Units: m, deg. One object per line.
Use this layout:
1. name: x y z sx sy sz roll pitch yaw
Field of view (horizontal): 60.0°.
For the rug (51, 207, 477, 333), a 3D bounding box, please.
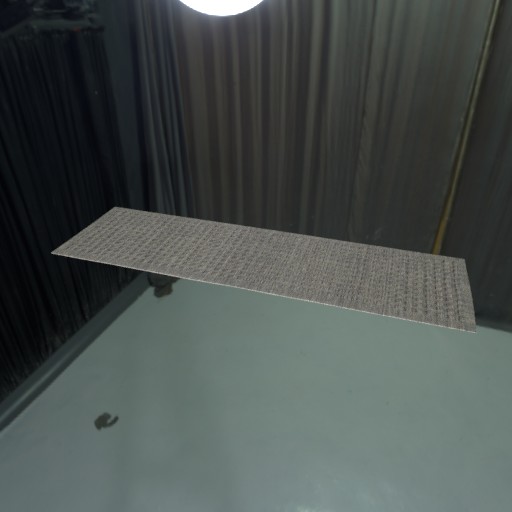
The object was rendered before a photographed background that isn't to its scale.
1. rug: 0.000 0.000 2.716 2.443 0.009 0.706 9 33 15
